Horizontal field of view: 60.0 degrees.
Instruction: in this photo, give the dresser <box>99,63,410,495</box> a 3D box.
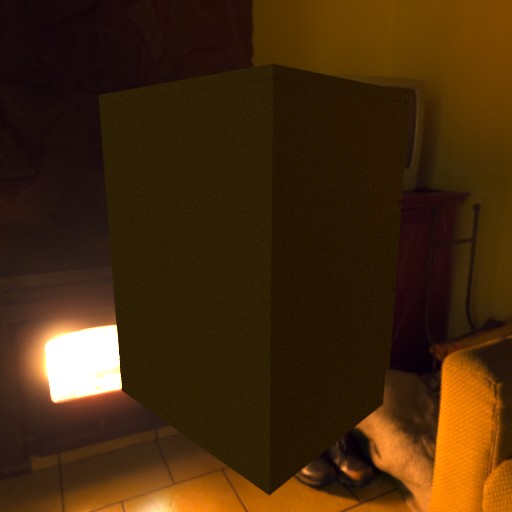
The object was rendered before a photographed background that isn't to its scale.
[{"bbox_3d":[0.000,0.000,0.811,0.400,0.560,0.360,13,18,43],"label":"dresser"}]
